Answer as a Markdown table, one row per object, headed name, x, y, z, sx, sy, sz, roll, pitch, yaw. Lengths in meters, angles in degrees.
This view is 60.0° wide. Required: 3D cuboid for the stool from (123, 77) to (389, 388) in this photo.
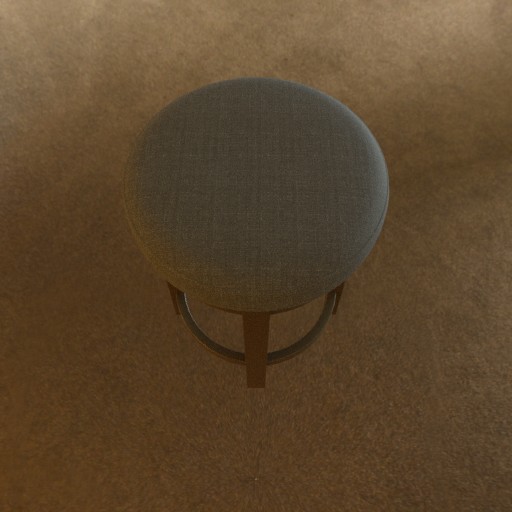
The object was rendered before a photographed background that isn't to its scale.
| name | x | y | z | sx | sy | sz | roll | pitch | yaw |
| --- | --- | --- | --- | --- | --- | --- | --- | --- | --- |
| stool | 0.000 | 0.000 | 0.971 | 0.449 | 0.655 | 0.449 | 0 | 63 | 0 |
